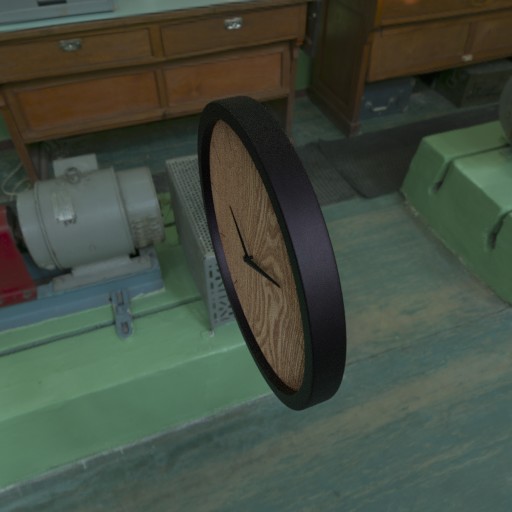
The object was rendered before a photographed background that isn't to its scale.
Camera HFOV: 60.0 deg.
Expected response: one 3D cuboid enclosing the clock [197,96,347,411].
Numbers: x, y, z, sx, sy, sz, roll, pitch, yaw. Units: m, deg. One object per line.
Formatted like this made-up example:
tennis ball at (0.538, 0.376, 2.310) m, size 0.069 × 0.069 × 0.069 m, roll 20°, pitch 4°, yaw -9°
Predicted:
clock at (0.000, 0.000, 0.460) m, size 0.029 × 0.314 × 0.314 m, roll -16°, pitch 48°, yaw -15°
